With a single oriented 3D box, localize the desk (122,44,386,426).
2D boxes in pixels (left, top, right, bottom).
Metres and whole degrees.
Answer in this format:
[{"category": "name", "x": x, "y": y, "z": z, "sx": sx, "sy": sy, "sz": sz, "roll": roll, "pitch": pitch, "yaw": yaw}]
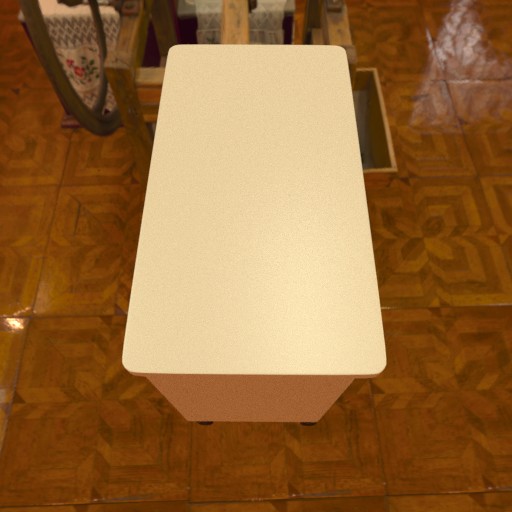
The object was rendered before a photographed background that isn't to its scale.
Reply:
[{"category": "desk", "x": 0.000, "y": 0.000, "z": 1.317, "sx": 0.475, "sy": 0.763, "sz": 0.877, "roll": 0, "pitch": 62, "yaw": 0}]
